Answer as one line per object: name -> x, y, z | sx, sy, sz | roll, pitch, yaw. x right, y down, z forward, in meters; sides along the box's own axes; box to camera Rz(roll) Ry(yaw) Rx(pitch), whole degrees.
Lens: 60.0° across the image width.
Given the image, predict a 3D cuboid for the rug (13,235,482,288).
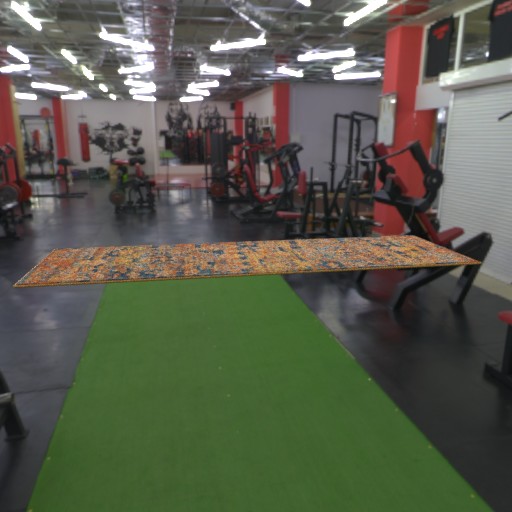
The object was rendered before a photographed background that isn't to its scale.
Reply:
rug -> 0.000, 0.000, 1.959 | 1.820, 0.013, 0.556 | -2, 15, -10
